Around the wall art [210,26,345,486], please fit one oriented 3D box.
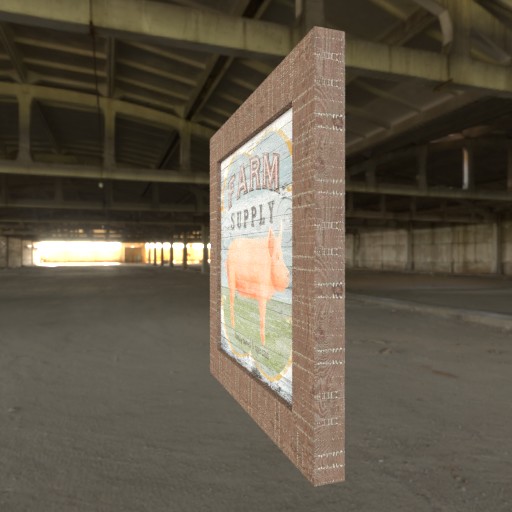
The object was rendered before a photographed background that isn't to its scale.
[{"bbox_3d":[0.000,0.000,0.768,0.040,0.531,0.531,0,0,-19],"label":"wall art"}]
